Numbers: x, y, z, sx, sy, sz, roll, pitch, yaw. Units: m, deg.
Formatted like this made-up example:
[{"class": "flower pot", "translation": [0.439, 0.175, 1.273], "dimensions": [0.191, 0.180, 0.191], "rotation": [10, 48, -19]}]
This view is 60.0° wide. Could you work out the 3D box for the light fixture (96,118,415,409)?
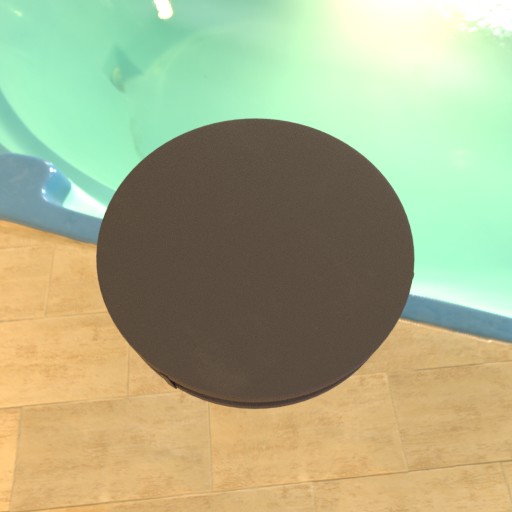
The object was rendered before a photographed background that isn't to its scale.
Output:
[{"class": "light fixture", "translation": [0.000, 0.000, 0.543], "dimensions": [0.356, 0.102, 0.356], "rotation": [0, 63, 0]}]
